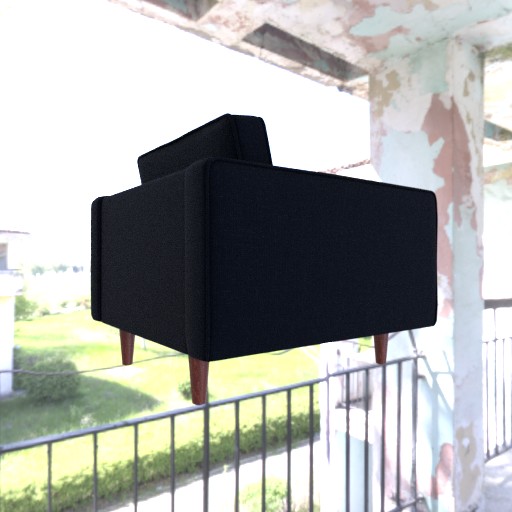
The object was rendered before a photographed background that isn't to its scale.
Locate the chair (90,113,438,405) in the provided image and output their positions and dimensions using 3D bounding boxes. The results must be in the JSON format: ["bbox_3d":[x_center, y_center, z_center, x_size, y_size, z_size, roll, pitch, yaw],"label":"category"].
[{"bbox_3d":[0.000,0.000,1.582,0.920,0.770,0.899,0,0,-36],"label":"chair"}]
